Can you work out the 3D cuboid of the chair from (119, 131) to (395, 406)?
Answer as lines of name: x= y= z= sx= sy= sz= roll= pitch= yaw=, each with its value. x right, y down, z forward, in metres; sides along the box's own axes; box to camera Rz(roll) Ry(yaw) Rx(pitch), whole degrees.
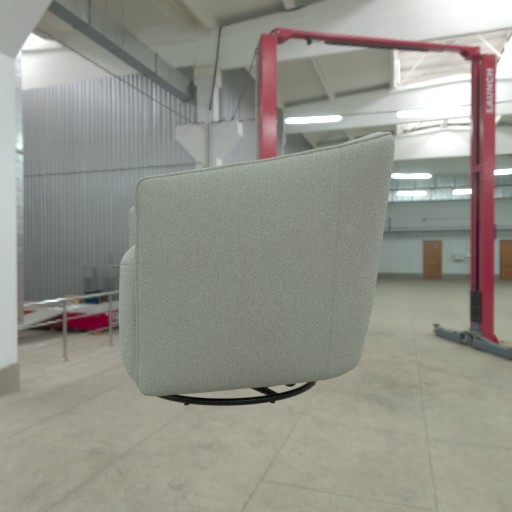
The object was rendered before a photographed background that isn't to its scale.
chair: x=0.000 y=0.000 z=1.480 sx=0.875 sy=0.799 sz=0.747 roll=0 pitch=1 yaw=-17
